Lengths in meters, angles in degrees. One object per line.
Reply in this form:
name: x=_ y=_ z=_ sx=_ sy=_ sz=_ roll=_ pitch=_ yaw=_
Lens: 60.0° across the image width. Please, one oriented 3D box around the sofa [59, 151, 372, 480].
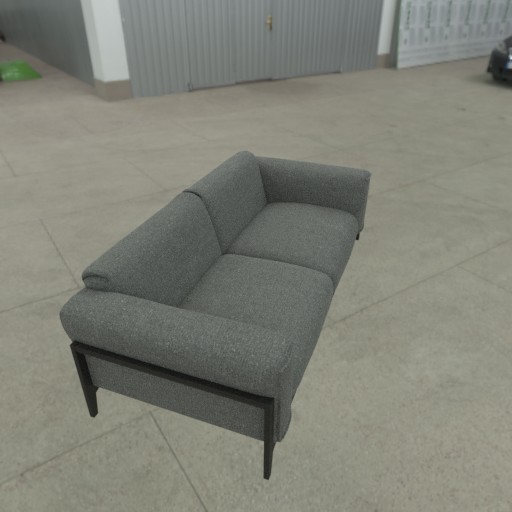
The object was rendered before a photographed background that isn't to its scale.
sofa: x=0.000 y=0.000 z=2.572 sx=0.985 sy=0.703 sz=2.125 roll=11 pitch=33 yaw=18
